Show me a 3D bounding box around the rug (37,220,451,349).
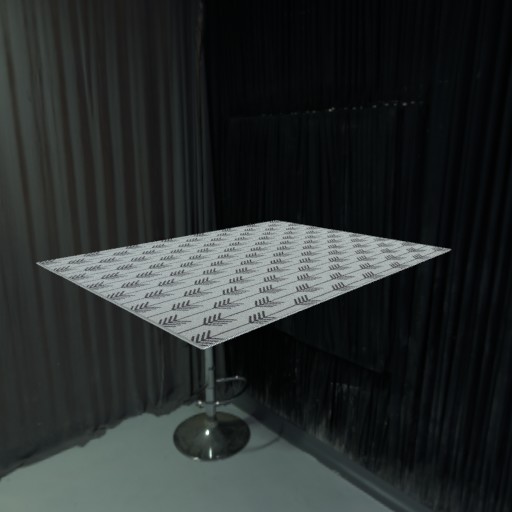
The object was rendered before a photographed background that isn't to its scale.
[{"bbox_3d":[0.000,0.000,4.082,3.061,0.010,2.330,-14,20,-43],"label":"rug"}]
